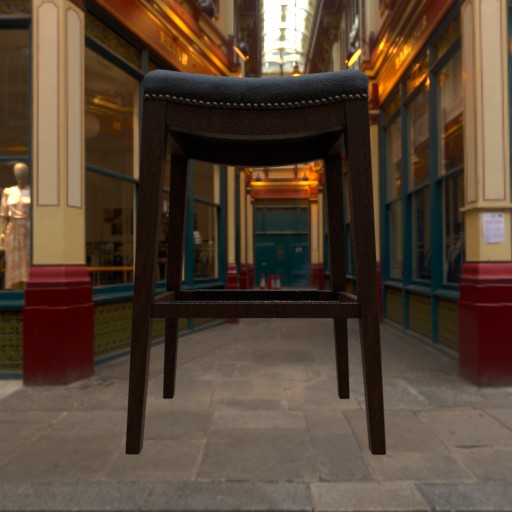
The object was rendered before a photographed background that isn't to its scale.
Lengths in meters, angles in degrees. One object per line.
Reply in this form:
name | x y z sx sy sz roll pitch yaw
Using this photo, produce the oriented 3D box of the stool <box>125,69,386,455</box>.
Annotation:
stool | 0.000 0.000 1.031 0.500 0.765 0.361 0 0 0
